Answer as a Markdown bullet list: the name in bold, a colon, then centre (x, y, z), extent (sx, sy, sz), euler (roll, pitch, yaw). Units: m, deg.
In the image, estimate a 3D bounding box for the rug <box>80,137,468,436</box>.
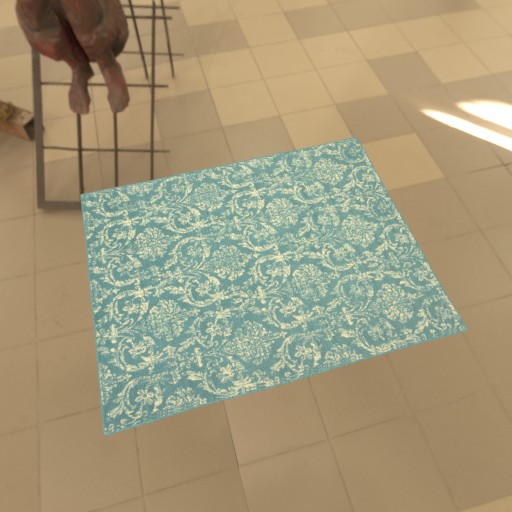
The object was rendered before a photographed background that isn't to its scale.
- **rug**: centre (0.000, 0.000, 4.048), extent (2.980, 0.012, 2.363), euler (-14, 59, -8)
